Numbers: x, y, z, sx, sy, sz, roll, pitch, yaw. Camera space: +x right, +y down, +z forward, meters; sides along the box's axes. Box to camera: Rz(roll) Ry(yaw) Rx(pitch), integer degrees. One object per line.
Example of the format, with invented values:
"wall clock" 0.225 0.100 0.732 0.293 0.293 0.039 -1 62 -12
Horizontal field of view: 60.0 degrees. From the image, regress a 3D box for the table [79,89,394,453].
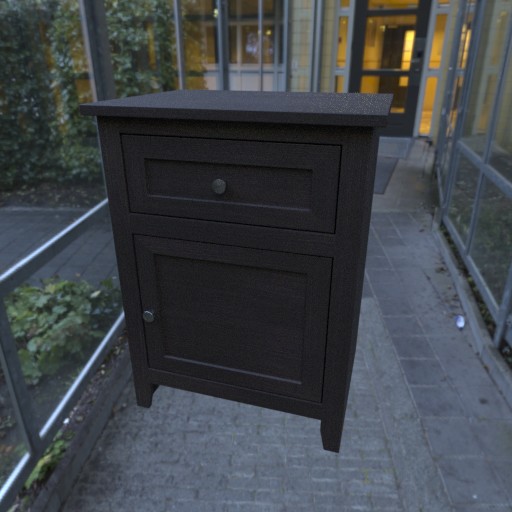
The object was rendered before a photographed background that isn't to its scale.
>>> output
"table" 0.000 0.000 0.945 0.480 0.635 0.381 7 25 15
